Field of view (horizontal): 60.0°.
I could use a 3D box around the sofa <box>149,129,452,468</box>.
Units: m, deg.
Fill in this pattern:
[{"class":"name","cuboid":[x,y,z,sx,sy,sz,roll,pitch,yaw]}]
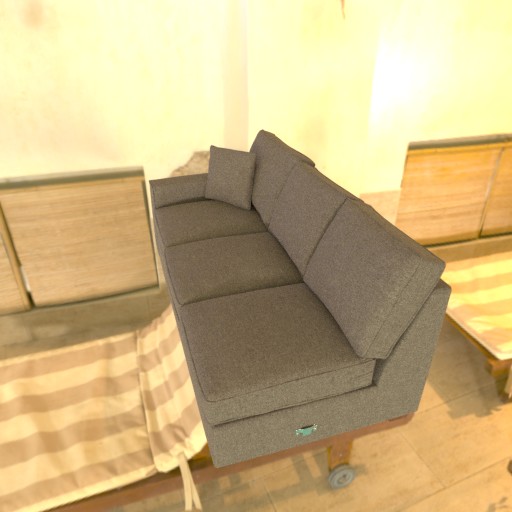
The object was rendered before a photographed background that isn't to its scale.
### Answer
[{"class":"sofa","cuboid":[0.000,0.000,2.552,1.034,0.946,1.963,-9,32,-15]}]
